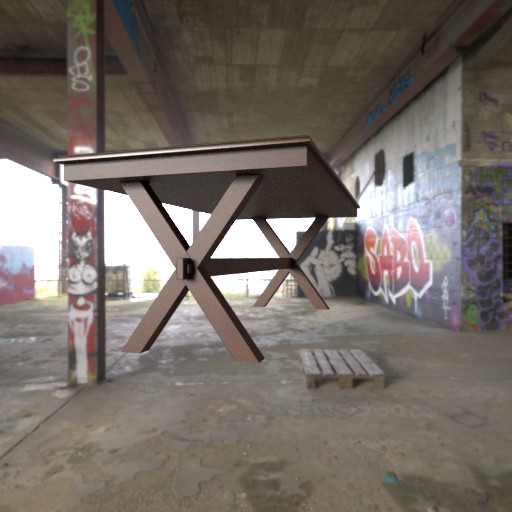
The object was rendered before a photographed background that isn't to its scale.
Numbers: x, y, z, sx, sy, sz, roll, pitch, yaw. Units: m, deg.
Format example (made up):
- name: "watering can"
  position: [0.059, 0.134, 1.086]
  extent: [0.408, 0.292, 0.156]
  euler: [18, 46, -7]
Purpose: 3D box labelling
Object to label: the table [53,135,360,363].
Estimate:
- name: "table"
  position: [0.000, 0.000, 1.496]
  extent: [0.594, 0.459, 1.197]
  euler: [0, 0, 18]
